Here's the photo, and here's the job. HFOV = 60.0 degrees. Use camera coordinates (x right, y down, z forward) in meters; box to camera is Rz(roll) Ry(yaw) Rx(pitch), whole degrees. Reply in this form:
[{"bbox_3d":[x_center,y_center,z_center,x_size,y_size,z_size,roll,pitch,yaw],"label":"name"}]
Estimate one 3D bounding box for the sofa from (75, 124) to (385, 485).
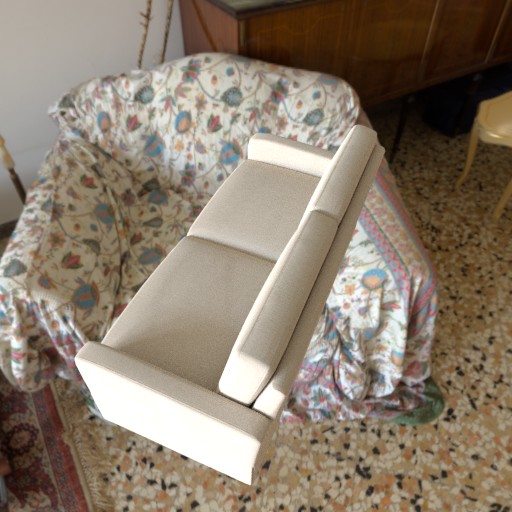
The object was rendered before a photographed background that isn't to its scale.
[{"bbox_3d":[0.000,0.000,2.279,0.894,0.831,1.808,17,49,16],"label":"sofa"}]
